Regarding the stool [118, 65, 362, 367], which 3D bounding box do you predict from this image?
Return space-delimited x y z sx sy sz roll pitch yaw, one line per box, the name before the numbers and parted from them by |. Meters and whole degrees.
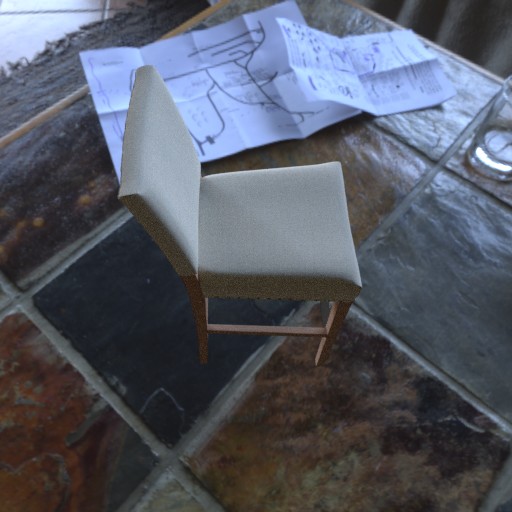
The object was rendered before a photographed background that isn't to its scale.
stool | 0.000 0.000 1.408 0.546 1.143 0.428 -2 61 -1
